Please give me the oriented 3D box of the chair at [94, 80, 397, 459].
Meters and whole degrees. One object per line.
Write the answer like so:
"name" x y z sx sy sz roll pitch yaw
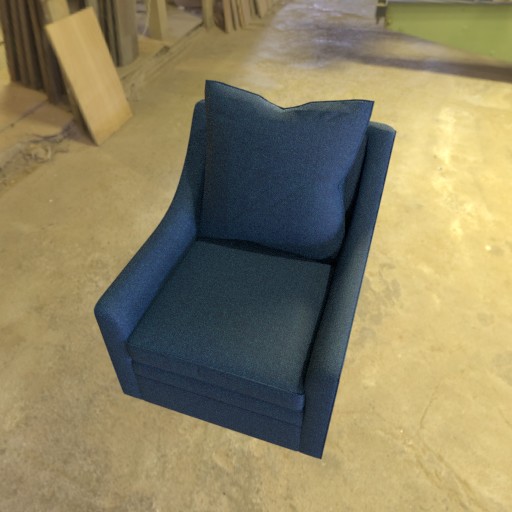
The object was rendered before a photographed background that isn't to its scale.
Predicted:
"chair" 0.000 0.000 1.563 0.750 0.939 0.870 13 44 14
